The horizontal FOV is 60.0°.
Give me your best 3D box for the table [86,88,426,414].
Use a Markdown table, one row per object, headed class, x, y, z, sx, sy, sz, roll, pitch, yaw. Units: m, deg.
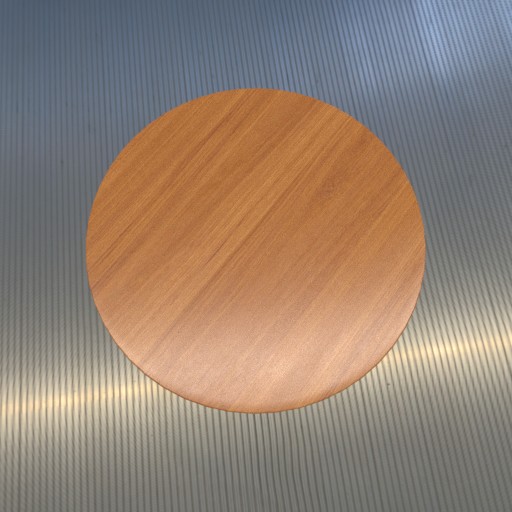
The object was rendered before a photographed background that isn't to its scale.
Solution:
| class | x | y | z | sx | sy | sz | roll | pitch | yaw |
| --- | --- | --- | --- | --- | --- | --- | --- | --- | --- |
| table | 0.000 | 0.000 | 1.573 | 1.029 | 0.490 | 1.029 | 0 | 75 | 0 |
